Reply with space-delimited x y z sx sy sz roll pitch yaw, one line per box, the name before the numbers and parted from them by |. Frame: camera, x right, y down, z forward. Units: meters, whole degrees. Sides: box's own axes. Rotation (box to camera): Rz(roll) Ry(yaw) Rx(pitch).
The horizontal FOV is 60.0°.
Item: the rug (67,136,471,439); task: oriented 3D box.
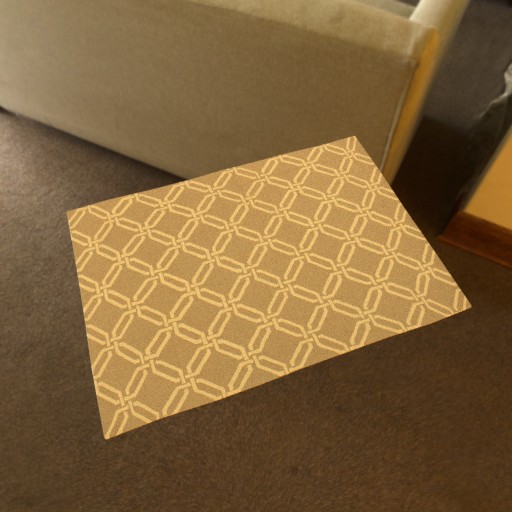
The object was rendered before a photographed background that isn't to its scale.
rug | 0.000 0.000 2.751 2.135 0.013 1.524 -17 59 -11
